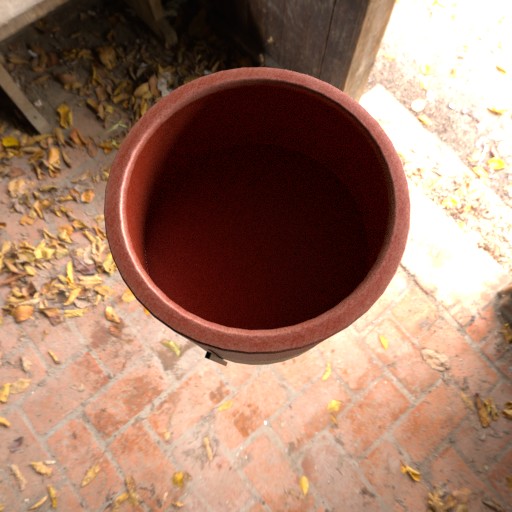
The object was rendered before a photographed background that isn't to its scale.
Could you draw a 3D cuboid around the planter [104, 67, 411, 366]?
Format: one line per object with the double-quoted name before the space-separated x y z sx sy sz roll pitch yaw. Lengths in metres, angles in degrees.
"planter" 0.000 0.000 0.713 0.345 0.465 0.354 20 76 5
